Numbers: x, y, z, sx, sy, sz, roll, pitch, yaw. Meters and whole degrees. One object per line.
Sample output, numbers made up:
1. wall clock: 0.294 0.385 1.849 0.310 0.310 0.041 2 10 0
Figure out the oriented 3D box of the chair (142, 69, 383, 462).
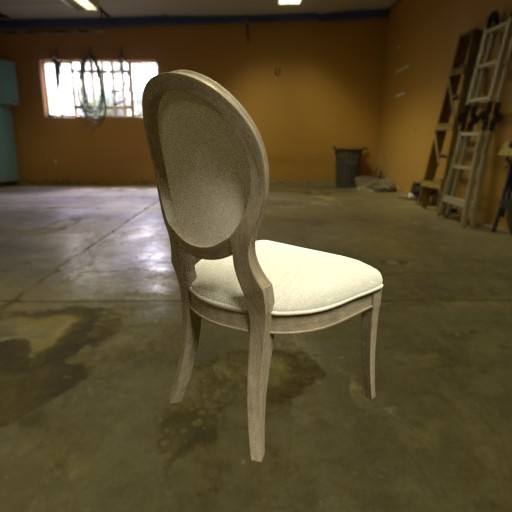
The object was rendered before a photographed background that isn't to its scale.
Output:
1. chair: 0.000 0.000 1.335 0.558 0.990 0.602 14 20 43
